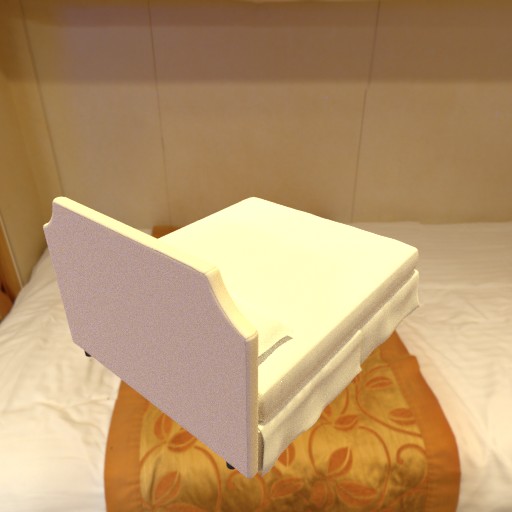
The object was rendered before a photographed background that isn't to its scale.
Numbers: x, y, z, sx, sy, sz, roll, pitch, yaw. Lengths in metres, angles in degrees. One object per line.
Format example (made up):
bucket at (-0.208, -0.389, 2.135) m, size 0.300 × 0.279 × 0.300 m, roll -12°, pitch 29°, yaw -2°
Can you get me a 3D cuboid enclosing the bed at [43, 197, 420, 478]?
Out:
bed at (0.000, 0.000, 4.130) m, size 2.350 × 1.590 × 2.773 m, roll 22°, pitch 36°, yaw 34°
